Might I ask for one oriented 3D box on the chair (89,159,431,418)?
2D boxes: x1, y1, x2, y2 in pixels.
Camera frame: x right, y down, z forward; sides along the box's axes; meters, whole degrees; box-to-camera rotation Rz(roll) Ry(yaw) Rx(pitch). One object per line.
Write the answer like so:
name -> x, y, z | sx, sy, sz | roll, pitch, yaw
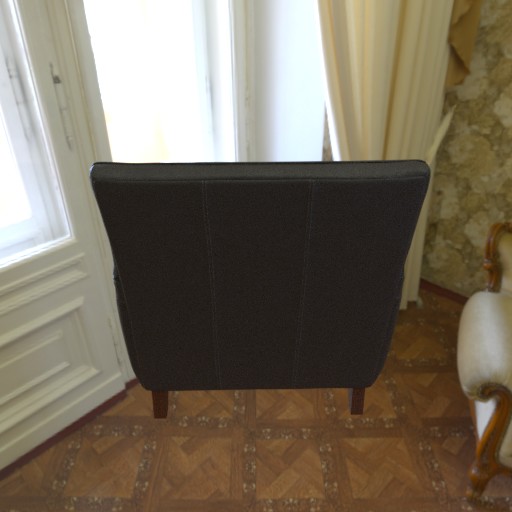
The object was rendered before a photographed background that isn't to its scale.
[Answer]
chair -> 0.000, 0.000, 1.604 | 0.870, 0.943, 0.825 | -1, 30, -1
